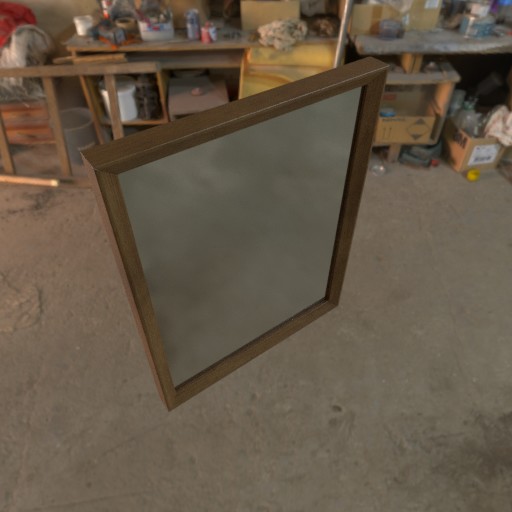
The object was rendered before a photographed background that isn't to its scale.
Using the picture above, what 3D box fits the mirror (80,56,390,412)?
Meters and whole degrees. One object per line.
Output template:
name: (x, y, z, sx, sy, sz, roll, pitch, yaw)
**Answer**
mirror: (0.000, 0.000, 0.692, 0.406, 0.509, 0.041, -27, 51, -24)
